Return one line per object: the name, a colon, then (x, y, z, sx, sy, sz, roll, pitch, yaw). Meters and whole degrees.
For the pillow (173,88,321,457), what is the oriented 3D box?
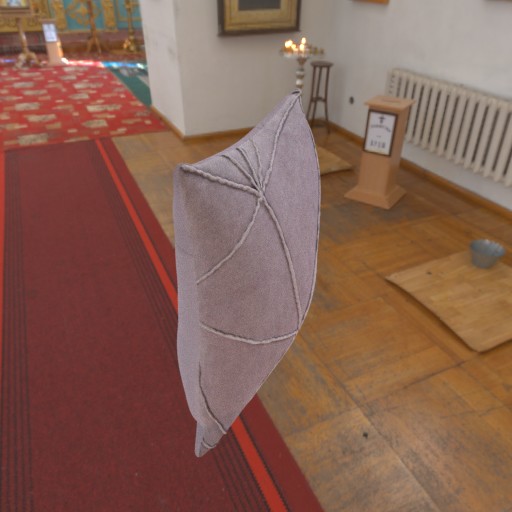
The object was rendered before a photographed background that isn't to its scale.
pillow: (0.000, 0.000, 0.699, 0.185, 0.440, 0.439, 11, 33, 17)
